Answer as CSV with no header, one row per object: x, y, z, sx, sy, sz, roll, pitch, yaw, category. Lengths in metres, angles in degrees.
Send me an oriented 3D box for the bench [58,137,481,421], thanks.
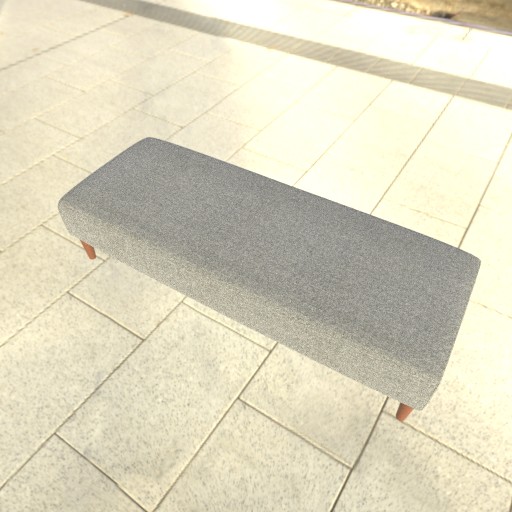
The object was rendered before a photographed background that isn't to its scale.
0.000,0.000,1.845,1.598,0.384,0.631,24,52,20,bench
